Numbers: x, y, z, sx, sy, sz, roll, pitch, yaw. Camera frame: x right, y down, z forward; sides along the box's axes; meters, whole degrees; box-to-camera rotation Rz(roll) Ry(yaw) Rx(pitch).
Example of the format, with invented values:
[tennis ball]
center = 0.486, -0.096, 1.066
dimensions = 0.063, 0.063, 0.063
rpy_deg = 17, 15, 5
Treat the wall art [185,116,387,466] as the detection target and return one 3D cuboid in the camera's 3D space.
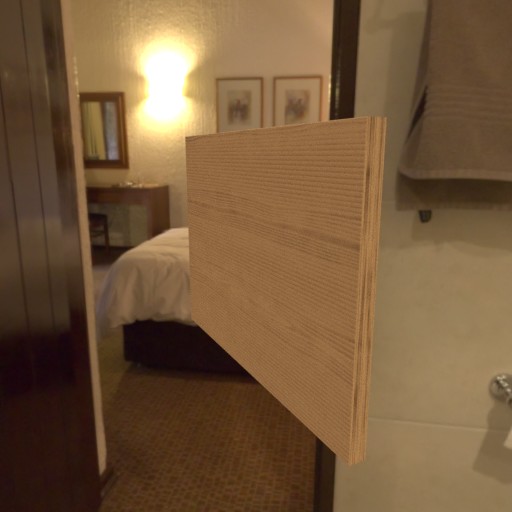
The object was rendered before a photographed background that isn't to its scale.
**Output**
[wall art]
center = 0.000, 0.000, 1.115
dimensions = 0.063, 0.609, 0.841
rpy_deg = -7, 14, -27
